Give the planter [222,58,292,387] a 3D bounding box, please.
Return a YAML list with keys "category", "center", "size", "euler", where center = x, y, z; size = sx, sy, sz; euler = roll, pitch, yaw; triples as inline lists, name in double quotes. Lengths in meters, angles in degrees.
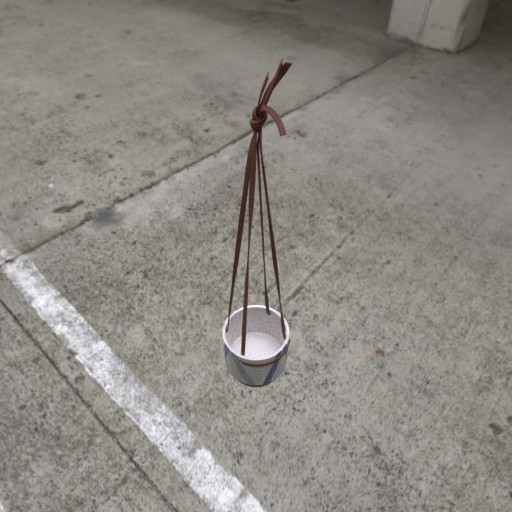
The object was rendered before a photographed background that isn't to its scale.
- category: "planter"
  center: [0.000, 0.000, 0.831]
  size: [0.157, 0.753, 0.153]
  euler: [33, 53, 29]
